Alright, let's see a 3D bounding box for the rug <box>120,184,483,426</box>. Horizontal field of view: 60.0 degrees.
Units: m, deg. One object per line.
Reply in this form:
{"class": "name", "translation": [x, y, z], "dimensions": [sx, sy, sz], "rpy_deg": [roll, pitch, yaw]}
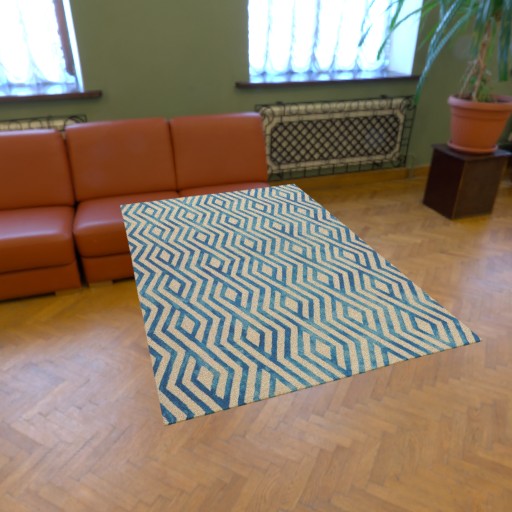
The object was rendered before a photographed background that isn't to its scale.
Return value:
{"class": "rug", "translation": [0.000, 0.000, 2.284], "dimensions": [1.225, 0.008, 1.830], "rpy_deg": [-10, 31, -17]}
